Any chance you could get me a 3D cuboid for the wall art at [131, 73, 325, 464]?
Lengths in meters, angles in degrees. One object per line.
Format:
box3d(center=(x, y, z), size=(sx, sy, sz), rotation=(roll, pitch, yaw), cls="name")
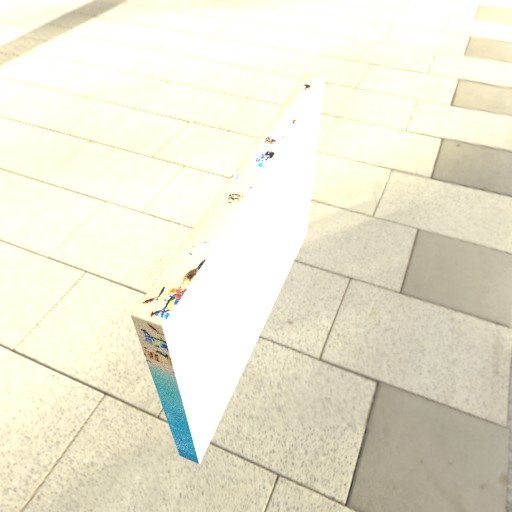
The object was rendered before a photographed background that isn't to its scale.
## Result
box3d(center=(0.000, 0.000, 1.168), size=(0.057, 0.595, 0.894), rotation=(16, 49, 15), cls="wall art")
